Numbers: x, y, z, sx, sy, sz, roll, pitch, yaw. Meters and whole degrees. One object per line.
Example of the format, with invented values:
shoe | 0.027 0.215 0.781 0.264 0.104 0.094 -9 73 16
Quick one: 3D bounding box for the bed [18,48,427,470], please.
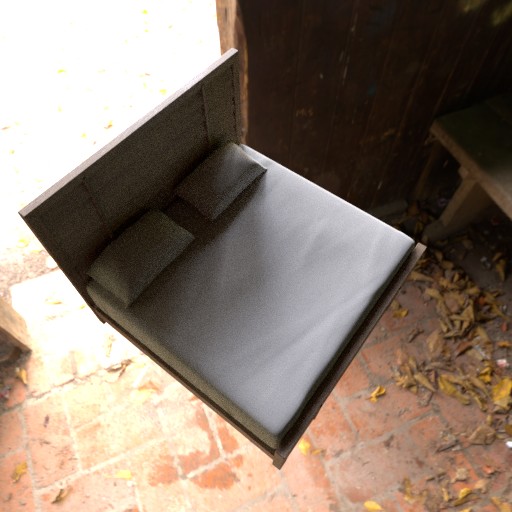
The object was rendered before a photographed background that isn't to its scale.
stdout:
bed | 0.000 0.000 3.427 2.032 1.626 2.032 33 64 19
